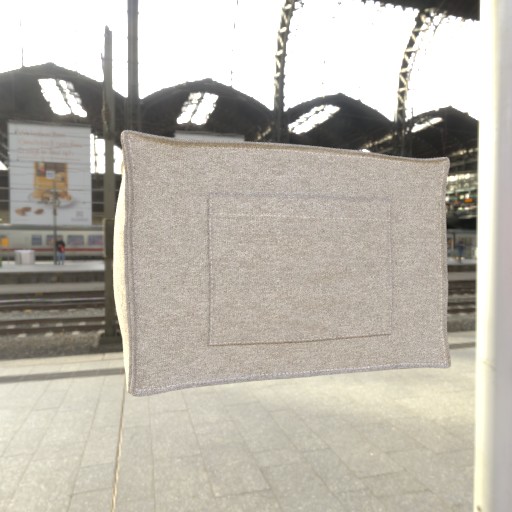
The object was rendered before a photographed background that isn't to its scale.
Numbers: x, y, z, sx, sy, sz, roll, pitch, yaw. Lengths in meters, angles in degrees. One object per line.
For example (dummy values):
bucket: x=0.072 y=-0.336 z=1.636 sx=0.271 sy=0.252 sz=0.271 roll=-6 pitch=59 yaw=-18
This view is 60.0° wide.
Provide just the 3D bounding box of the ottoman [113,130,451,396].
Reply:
ottoman: x=0.000 y=0.000 z=1.157 sx=0.707 sy=0.470 sz=0.696 roll=0 pitch=1 yaw=-17
